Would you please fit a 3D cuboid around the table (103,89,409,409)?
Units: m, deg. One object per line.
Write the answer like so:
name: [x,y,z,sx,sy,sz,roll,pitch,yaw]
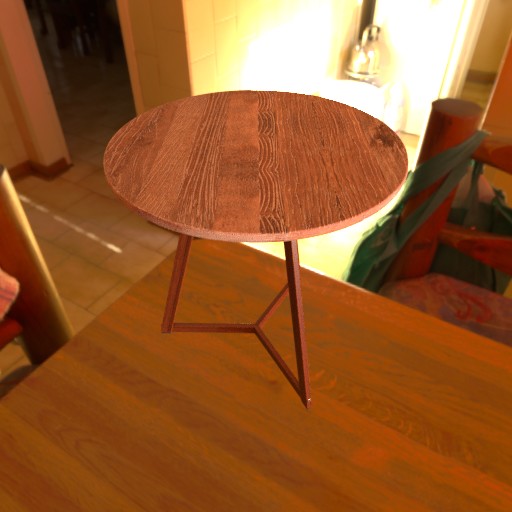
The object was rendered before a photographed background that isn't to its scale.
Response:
table: [0.000,0.000,0.910,0.500,0.500,0.500,0,41,0]
